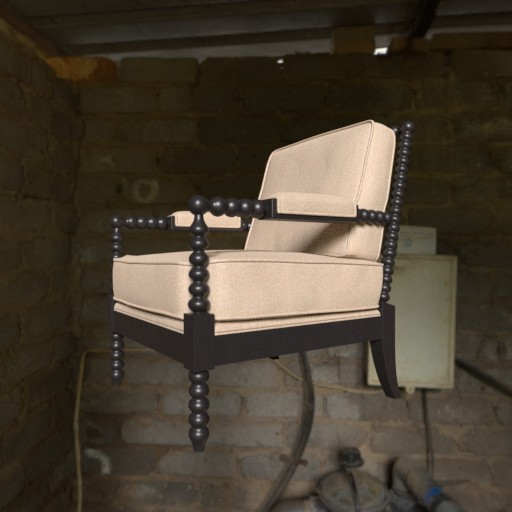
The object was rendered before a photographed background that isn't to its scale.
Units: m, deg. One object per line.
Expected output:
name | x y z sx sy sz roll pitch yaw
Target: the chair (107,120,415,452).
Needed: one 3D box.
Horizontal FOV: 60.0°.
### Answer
chair | 0.000 0.000 1.171 0.657 0.703 0.555 0 0 -34
